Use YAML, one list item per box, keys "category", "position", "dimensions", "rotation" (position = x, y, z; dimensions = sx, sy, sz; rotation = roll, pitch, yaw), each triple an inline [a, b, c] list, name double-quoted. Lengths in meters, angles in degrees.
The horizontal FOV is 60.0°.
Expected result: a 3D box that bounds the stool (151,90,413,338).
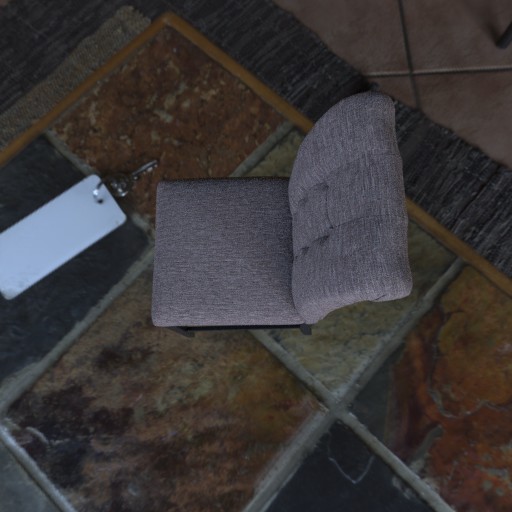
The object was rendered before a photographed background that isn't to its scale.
- category: "stool"
  position: [0.000, 0.000, 1.415]
  dimensions: [0.613, 1.131, 0.452]
  rotation: [-1, 76, 0]
